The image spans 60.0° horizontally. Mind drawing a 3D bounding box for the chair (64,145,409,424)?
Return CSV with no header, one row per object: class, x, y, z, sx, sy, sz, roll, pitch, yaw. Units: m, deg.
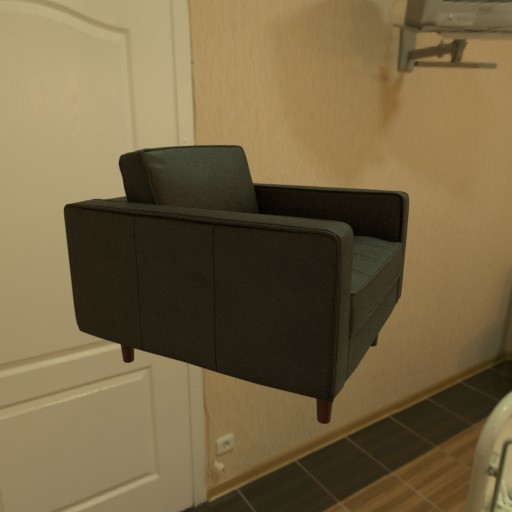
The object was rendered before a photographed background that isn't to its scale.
chair,0.000,0.000,1.580,0.914,0.763,0.889,8,17,27
